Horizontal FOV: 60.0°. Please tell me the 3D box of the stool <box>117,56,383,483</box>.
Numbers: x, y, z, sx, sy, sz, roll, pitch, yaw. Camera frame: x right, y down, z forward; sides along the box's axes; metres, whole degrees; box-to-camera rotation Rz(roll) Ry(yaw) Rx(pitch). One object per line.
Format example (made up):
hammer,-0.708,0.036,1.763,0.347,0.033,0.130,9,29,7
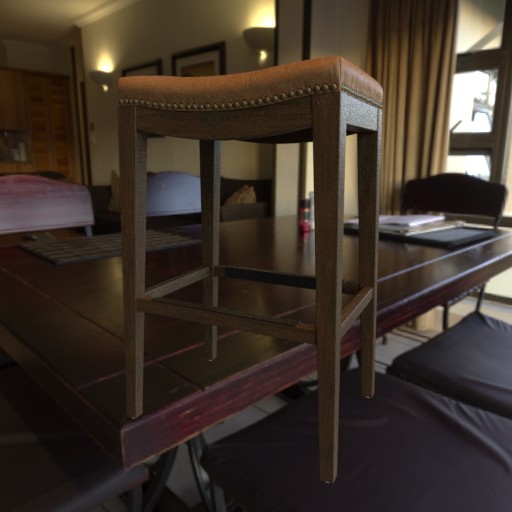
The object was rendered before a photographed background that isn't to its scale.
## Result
stool,0.000,0.000,1.009,0.500,0.759,0.361,6,14,26
